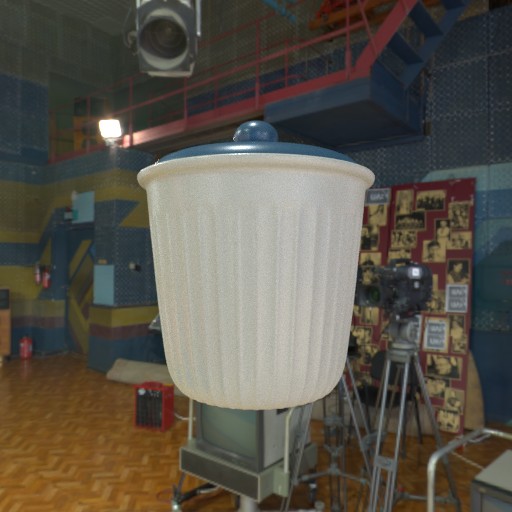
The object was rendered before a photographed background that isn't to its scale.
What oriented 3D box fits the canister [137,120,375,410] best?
[{"bbox_3d":[0.000,0.000,0.349,0.181,0.211,0.181,0,-1,0],"label":"canister"}]
